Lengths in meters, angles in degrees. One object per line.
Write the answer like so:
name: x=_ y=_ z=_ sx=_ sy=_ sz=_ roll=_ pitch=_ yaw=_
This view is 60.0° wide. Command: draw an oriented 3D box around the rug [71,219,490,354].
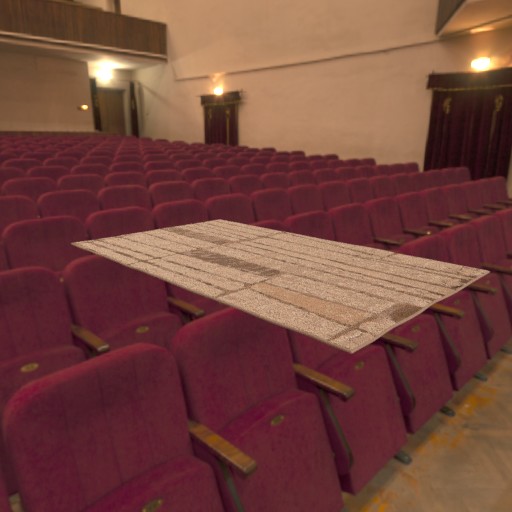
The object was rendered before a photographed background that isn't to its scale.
rug: x=0.000 y=0.000 z=1.043 sx=0.515 sy=0.007 sz=0.867 roll=-14 pitch=20 yaw=-43
